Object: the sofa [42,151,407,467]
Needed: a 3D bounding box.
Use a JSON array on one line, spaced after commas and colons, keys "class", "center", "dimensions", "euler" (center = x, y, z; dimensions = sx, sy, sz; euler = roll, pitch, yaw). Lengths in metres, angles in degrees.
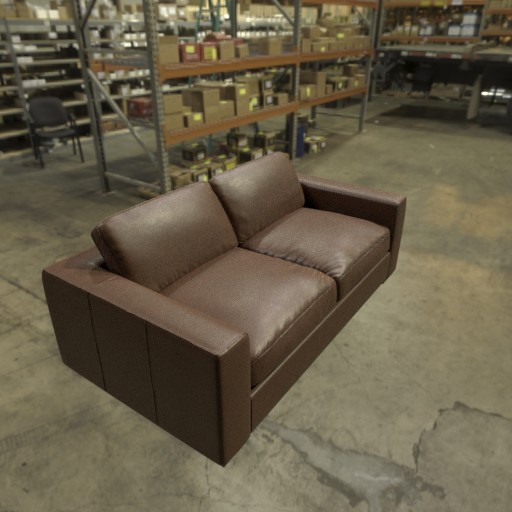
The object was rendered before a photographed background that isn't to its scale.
[{"class": "sofa", "center": [0.000, 0.000, 2.486], "dimensions": [1.070, 0.800, 1.920], "euler": [18, 33, 31]}]
